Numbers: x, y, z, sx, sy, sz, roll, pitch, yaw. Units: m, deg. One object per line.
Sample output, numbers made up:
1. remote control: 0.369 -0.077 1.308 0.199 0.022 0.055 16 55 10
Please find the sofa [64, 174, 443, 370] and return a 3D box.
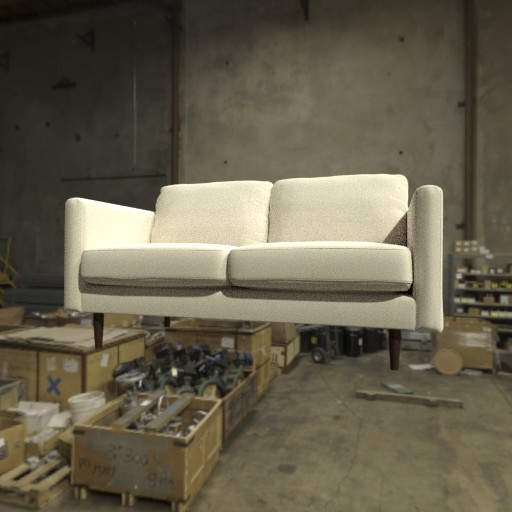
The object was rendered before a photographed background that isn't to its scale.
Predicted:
1. sofa: 0.000 0.000 2.281 1.713 0.893 0.940 0 0 17
